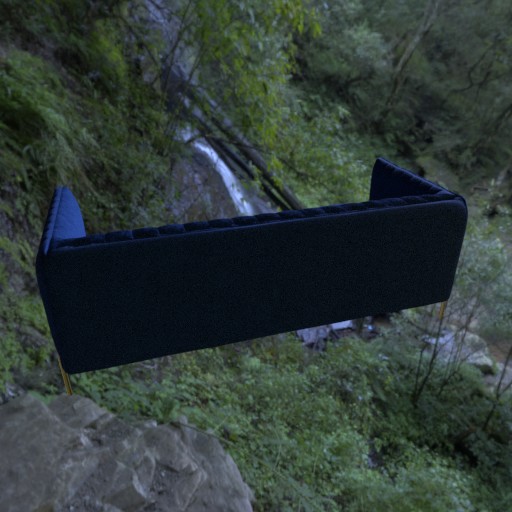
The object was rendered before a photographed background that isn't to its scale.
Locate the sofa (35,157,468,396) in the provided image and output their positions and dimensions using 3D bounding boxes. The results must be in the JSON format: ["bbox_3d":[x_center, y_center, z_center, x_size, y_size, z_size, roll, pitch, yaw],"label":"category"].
[{"bbox_3d":[0.000,0.000,2.523,2.136,0.793,0.896,-8,29,-15],"label":"sofa"}]
